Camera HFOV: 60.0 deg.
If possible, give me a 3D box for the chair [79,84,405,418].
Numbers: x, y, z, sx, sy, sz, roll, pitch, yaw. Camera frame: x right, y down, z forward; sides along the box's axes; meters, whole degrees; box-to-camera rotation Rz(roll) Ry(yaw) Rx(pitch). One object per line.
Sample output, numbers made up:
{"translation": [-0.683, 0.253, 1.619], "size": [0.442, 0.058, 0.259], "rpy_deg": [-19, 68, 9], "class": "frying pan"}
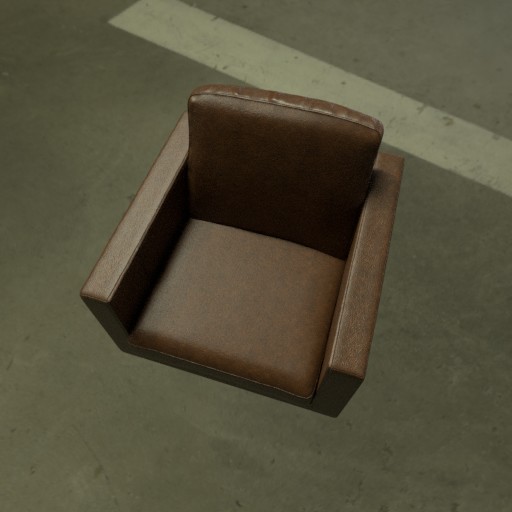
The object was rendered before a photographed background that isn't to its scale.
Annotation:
{"translation": [0.000, 0.000, 1.669], "size": [0.890, 0.956, 0.909], "rpy_deg": [15, 60, 9], "class": "chair"}
